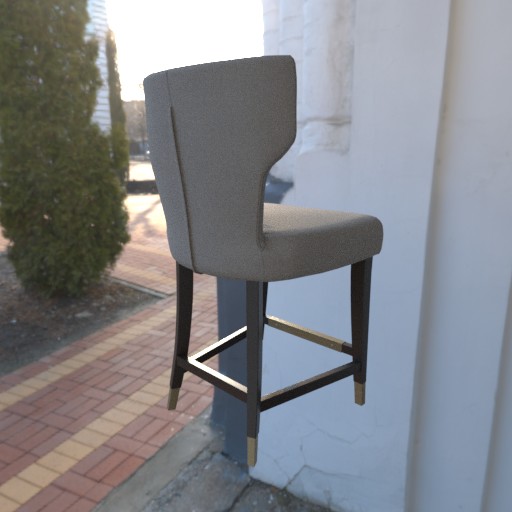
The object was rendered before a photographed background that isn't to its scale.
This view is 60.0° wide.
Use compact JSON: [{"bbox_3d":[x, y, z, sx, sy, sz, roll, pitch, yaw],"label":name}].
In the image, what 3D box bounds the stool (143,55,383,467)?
[{"bbox_3d":[0.000,0.000,1.293,0.527,0.982,0.563,13,19,43],"label":"stool"}]
